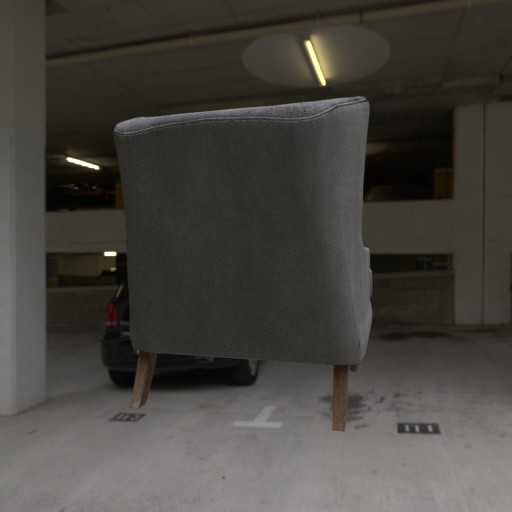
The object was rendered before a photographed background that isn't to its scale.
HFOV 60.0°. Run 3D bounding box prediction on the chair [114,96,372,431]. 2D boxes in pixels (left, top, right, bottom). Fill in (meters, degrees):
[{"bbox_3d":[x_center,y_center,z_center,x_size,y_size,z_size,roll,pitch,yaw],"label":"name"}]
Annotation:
[{"bbox_3d":[0.000,0.000,1.568,0.784,0.950,0.906,0,1,16],"label":"chair"}]
